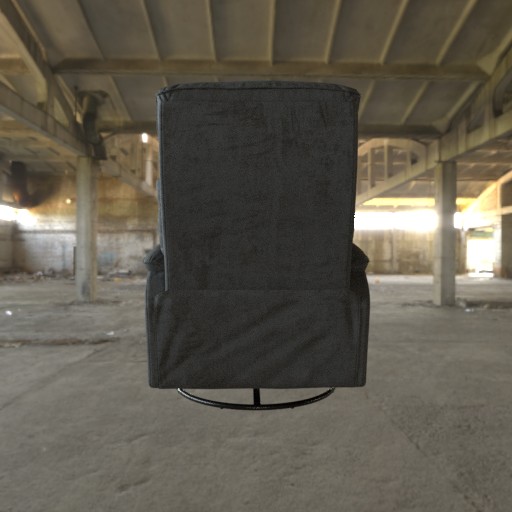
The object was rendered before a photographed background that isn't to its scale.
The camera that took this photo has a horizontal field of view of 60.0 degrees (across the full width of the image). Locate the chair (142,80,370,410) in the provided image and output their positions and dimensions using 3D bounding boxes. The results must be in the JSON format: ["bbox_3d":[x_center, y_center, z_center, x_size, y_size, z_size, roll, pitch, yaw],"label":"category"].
[{"bbox_3d":[0.000,0.000,1.745,0.820,1.037,1.004,0,0,-1],"label":"chair"}]
